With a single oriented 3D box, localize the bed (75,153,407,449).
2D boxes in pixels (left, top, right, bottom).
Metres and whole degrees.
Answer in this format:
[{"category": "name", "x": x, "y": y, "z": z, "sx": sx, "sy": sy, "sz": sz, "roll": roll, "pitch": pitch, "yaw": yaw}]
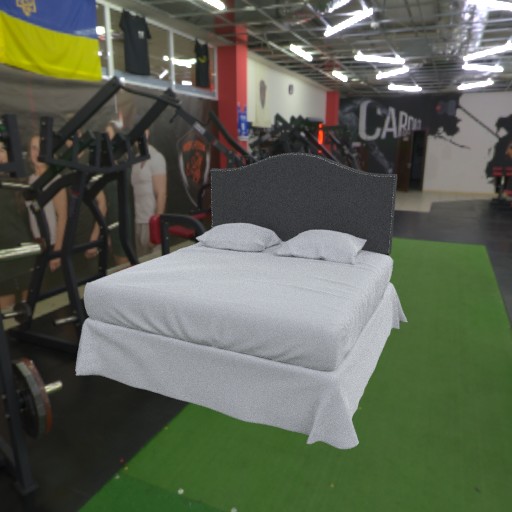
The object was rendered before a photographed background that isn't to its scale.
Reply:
[{"category": "bed", "x": 0.000, "y": 0.000, "z": 3.743, "sx": 2.314, "sy": 1.651, "sz": 2.219, "roll": 7, "pitch": 16, "yaw": 25}]
